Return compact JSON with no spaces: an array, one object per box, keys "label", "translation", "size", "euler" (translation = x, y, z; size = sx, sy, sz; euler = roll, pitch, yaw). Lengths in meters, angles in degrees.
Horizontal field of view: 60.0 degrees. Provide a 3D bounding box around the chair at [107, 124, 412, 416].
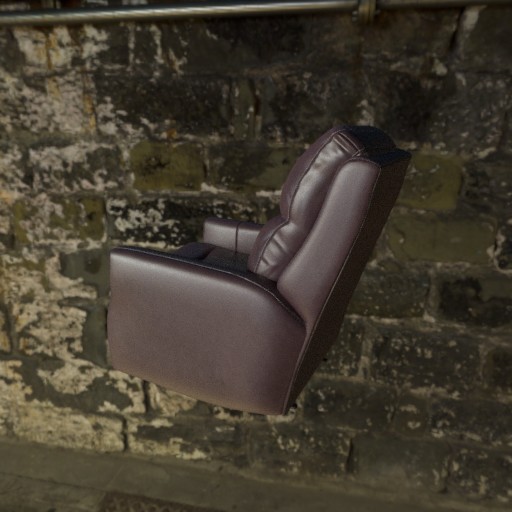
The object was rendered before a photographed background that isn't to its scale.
[{"label":"chair","translation":[0.000,0.000,1.825],"size":[1.080,1.030,0.829],"euler":[7,17,25]}]
